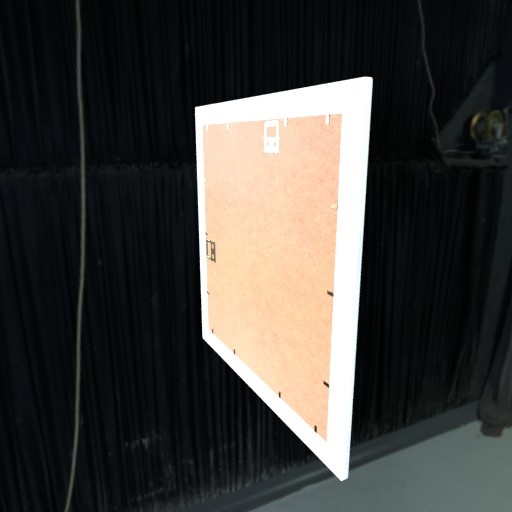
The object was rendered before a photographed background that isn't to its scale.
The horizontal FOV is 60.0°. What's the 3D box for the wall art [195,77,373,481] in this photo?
[{"bbox_3d":[0.000,0.000,0.862,0.013,0.584,0.584,-8,16,-27],"label":"wall art"}]
